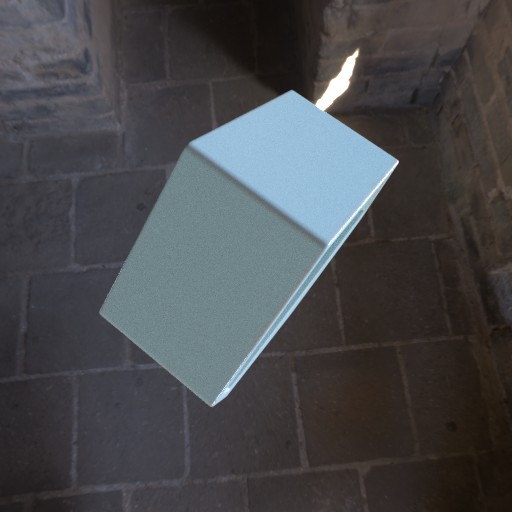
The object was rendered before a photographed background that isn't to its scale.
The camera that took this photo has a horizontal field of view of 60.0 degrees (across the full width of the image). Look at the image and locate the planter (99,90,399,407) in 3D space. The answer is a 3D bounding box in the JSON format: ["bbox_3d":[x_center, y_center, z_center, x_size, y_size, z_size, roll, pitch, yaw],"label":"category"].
[{"bbox_3d":[0.000,0.000,0.288,0.078,0.207,0.169,37,78,9],"label":"planter"}]
